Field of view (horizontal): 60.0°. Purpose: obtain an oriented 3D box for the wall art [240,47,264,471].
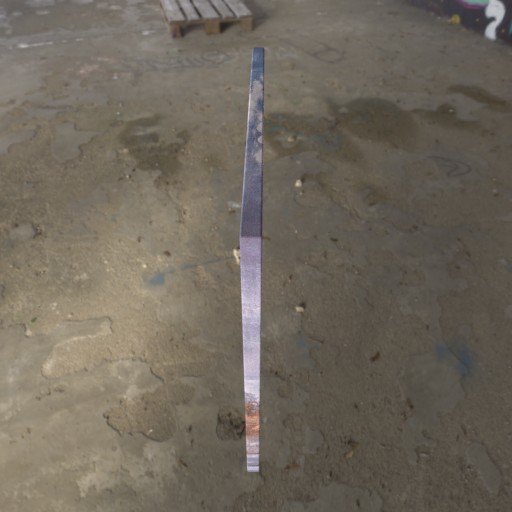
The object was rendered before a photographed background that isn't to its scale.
[{"bbox_3d":[0.000,0.000,1.316,0.035,0.897,0.888,1,43,1],"label":"wall art"}]
